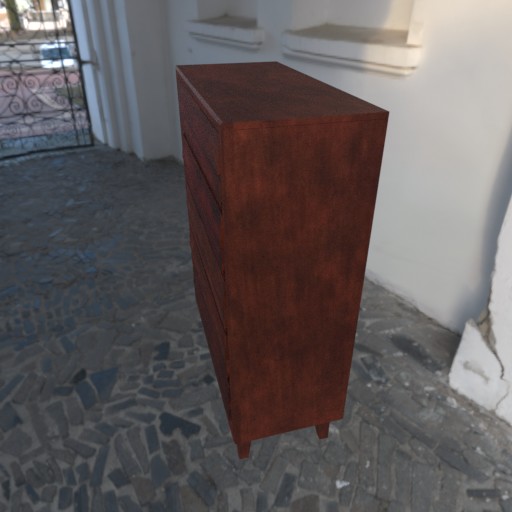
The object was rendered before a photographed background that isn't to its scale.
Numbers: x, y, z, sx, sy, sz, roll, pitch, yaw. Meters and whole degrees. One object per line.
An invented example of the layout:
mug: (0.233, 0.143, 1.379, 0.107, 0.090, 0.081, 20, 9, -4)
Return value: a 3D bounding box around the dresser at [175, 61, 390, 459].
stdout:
dresser: (0.000, 0.000, 2.053, 0.506, 1.514, 1.072, -8, 32, -13)
